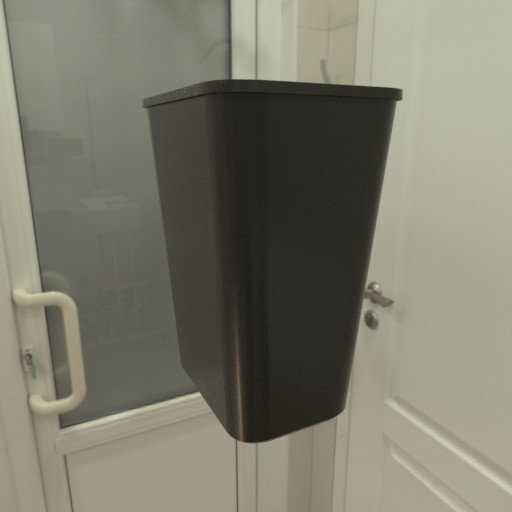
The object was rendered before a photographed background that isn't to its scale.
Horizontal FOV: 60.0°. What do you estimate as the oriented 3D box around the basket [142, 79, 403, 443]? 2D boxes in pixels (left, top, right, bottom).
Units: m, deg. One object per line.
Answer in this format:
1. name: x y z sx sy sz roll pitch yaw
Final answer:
1. basket: 0.000 0.000 0.764 0.287 0.521 0.394 -8 17 -26
